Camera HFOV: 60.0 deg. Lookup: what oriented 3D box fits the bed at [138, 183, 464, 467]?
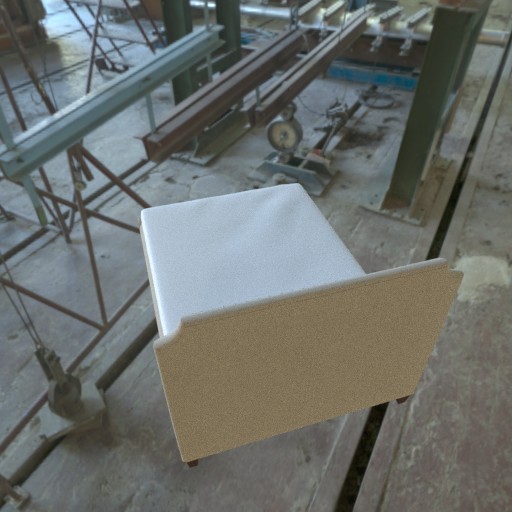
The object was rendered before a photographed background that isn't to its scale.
[{"bbox_3d":[0.000,0.000,3.474,1.713,1.443,2.372,-12,42,-13],"label":"bed"}]
